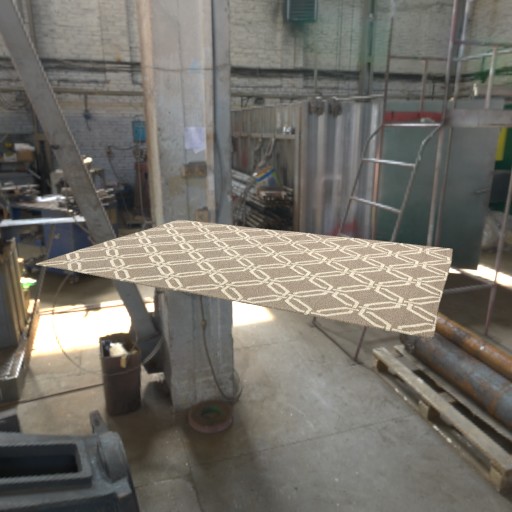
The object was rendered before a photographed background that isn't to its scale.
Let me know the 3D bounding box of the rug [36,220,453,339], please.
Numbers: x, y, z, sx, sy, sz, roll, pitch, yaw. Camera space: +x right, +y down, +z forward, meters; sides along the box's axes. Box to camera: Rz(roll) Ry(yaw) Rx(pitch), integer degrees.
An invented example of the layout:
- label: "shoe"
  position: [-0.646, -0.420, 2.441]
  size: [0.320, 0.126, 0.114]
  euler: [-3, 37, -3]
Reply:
- label: "rug"
  position: [0.000, 0.000, 2.186]
  size: [1.748, 0.010, 1.142]
  euler: [8, 18, 25]
